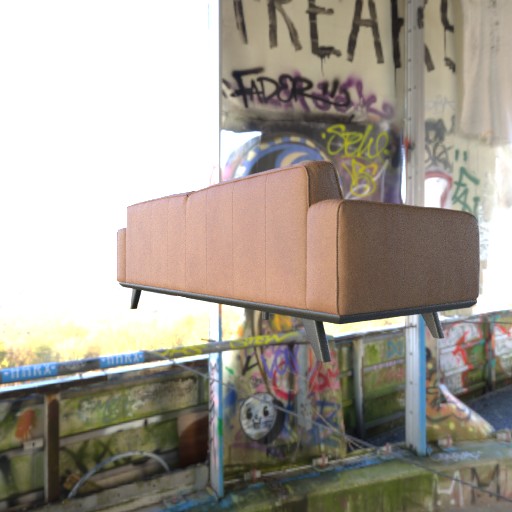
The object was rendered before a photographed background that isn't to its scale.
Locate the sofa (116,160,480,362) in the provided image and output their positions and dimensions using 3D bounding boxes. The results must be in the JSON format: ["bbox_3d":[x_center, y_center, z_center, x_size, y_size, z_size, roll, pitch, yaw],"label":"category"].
[{"bbox_3d":[0.000,0.000,2.674,0.953,0.780,2.270,0,0,-36],"label":"sofa"}]
